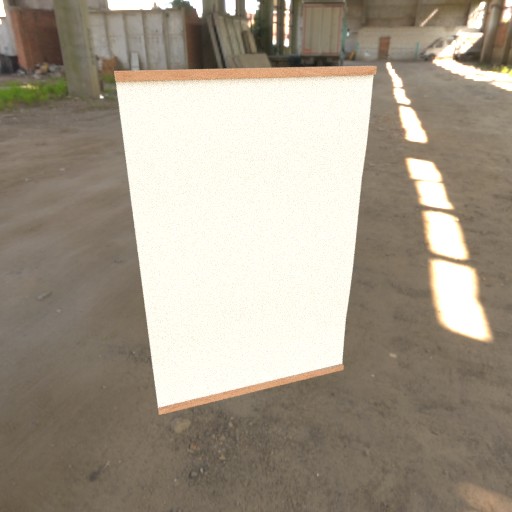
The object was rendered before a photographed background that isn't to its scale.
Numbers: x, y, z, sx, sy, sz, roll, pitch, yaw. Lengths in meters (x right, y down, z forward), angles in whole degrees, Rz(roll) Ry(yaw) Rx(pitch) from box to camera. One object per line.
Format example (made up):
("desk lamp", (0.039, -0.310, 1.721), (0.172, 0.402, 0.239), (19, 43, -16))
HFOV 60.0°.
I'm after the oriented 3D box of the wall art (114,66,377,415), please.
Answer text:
("wall art", (0.000, 0.000, 0.652), (0.332, 0.508, 0.012), (-9, 27, -17))
